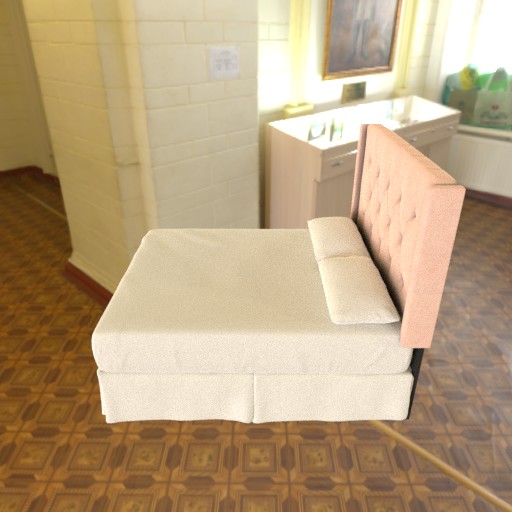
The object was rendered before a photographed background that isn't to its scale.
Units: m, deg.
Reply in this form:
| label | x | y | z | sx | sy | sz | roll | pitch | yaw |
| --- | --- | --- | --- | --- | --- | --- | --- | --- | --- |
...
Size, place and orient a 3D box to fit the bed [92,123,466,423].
| label | x | y | z | sx | sy | sz | roll | pitch | yaw |
| --- | --- | --- | --- | --- | --- | --- | --- | --- | --- |
| bed | 0.000 | 0.000 | 3.292 | 2.066 | 1.665 | 1.719 | 0 | 27 | 0 |
